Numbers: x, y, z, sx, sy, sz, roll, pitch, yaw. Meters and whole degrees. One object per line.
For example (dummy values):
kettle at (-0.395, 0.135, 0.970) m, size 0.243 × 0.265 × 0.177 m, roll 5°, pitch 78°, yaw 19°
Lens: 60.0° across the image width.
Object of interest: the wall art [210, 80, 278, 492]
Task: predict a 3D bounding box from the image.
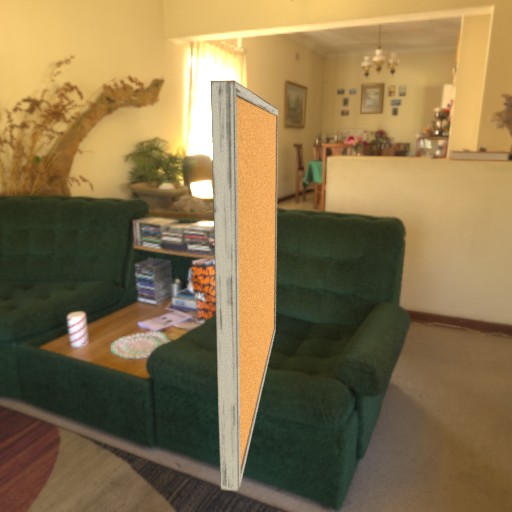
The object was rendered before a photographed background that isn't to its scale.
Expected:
wall art at (0.000, 0.000, 1.142) m, size 0.037 × 0.761 × 0.761 m, roll 2°, pitch 15°, yaw 8°
